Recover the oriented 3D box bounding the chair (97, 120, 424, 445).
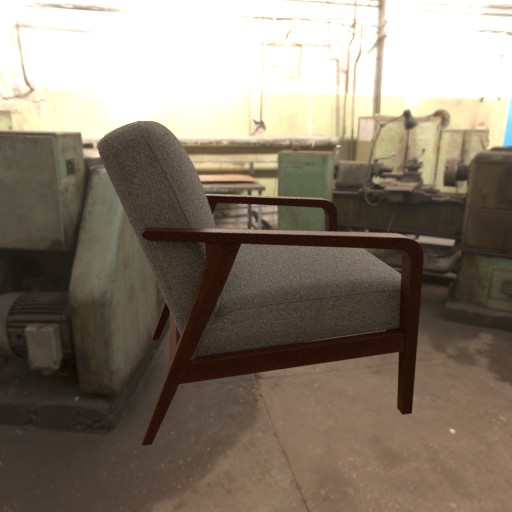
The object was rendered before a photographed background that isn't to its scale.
[{"bbox_3d":[0.000,0.000,1.458,0.858,0.847,0.704,-3,16,-10],"label":"chair"}]
